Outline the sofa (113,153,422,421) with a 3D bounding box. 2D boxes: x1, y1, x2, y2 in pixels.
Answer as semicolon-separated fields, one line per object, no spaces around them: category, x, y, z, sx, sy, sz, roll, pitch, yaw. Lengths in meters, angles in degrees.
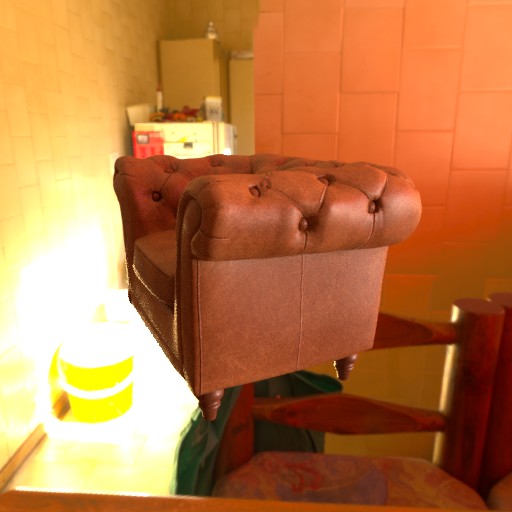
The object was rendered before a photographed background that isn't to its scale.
sofa;0.000;0.000;2.013;1.033;0.878;1.405;-8;17;-26
